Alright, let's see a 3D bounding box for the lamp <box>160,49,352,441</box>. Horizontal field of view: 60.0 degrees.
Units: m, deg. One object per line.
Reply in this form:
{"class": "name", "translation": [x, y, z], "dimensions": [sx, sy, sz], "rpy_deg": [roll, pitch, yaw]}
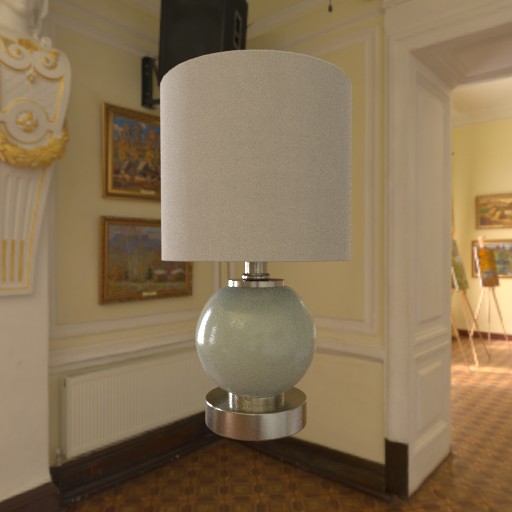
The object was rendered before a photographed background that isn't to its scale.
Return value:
{"class": "lamp", "translation": [0.000, 0.000, 0.476], "dimensions": [0.201, 0.353, 0.201], "rpy_deg": [0, 0, -36]}
